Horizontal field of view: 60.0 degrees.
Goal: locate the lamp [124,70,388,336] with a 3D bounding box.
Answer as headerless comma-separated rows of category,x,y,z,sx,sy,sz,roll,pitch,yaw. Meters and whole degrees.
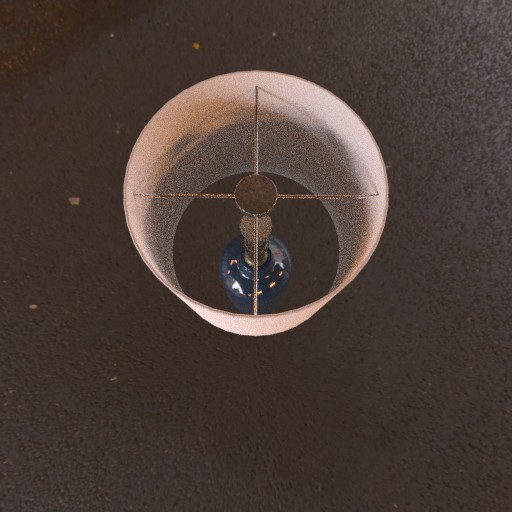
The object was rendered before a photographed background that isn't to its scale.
lamp,0.000,0.000,0.569,0.207,0.461,0.207,0,76,0
